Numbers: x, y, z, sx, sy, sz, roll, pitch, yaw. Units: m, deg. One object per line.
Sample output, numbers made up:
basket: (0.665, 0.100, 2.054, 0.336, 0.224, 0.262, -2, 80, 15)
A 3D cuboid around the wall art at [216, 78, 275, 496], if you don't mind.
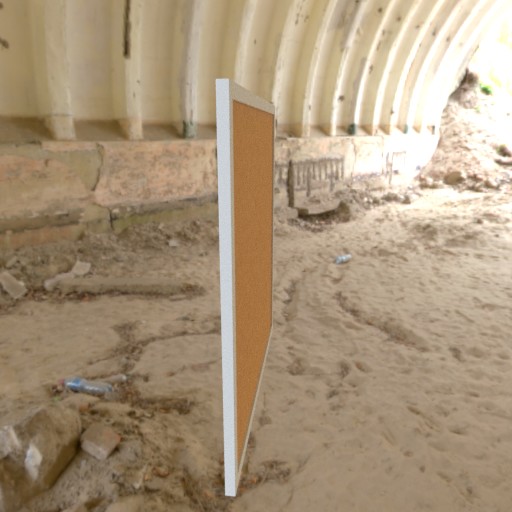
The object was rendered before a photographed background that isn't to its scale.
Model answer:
wall art: (0.000, 0.000, 0.676, 0.012, 0.457, 0.457, 2, 16, 7)
